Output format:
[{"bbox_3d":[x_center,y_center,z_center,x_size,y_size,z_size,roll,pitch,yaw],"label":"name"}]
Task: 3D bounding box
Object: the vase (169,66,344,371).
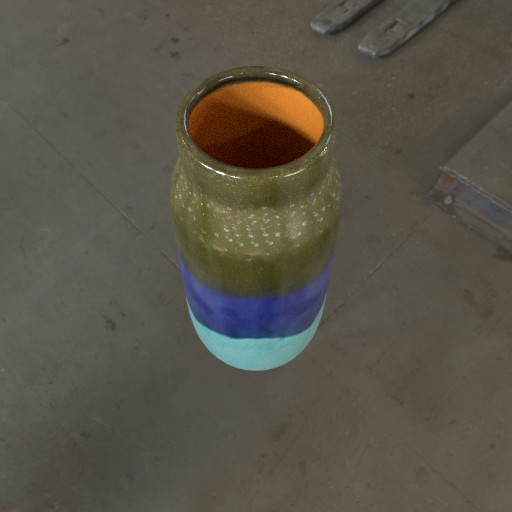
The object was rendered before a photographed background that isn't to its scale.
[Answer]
[{"bbox_3d":[0.000,0.000,0.386,0.139,0.313,0.139,0,59,0],"label":"vase"}]
